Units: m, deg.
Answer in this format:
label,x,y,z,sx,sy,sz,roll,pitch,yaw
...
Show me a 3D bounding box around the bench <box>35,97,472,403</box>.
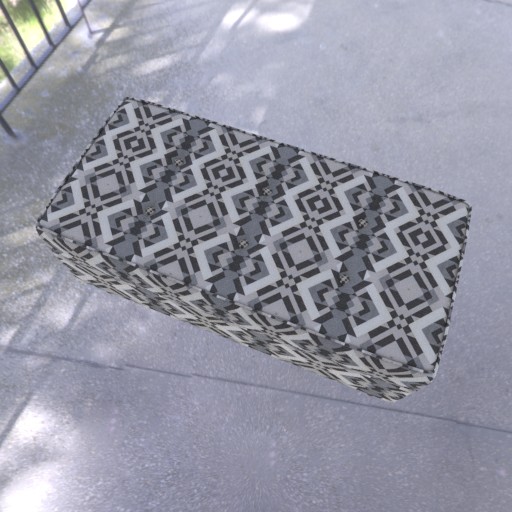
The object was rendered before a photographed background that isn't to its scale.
label,x,y,z,sx,sy,sz,roll,pitch,yaw
bench,0.000,0.000,1.303,1.016,0.477,0.492,20,66,9
